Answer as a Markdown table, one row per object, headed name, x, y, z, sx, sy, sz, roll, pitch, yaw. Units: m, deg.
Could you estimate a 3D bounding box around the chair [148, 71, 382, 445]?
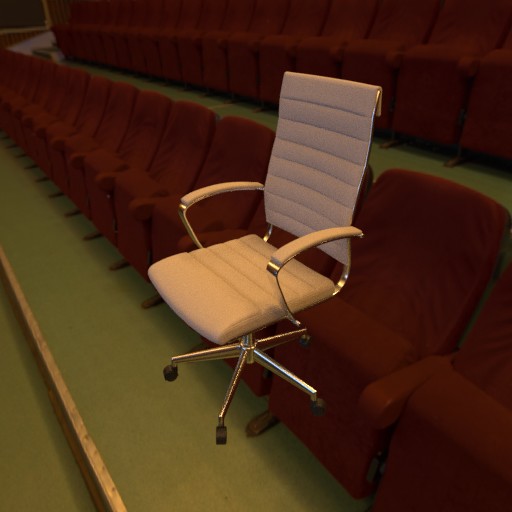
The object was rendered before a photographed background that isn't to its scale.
| name | x | y | z | sx | sy | sz | roll | pitch | yaw |
| --- | --- | --- | --- | --- | --- | --- | --- | --- | --- |
| chair | 0.000 | 0.000 | 1.594 | 0.667 | 1.149 | 0.679 | -20 | 35 | -31 |
